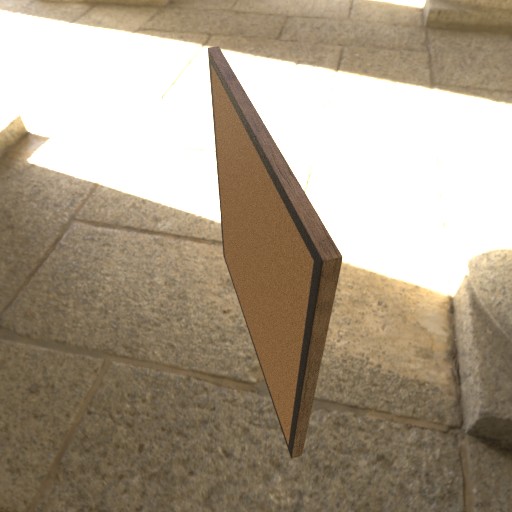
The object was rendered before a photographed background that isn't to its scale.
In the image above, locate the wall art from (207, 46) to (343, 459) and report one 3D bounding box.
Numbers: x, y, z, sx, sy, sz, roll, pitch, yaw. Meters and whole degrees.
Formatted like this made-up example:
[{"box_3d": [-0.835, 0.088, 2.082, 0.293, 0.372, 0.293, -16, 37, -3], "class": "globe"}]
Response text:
[{"box_3d": [0.000, 0.000, 1.037, 0.029, 0.691, 0.695, -12, 48, -11], "class": "wall art"}]
